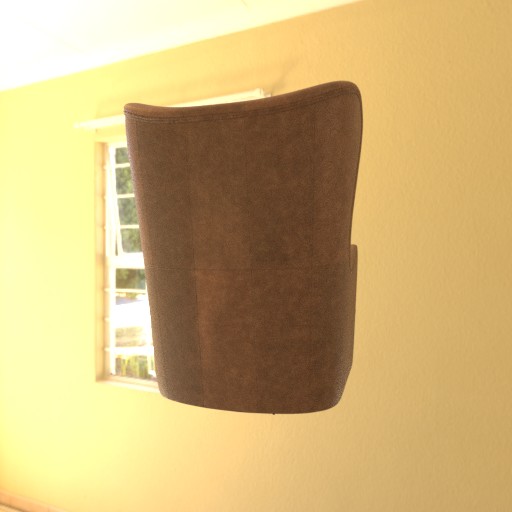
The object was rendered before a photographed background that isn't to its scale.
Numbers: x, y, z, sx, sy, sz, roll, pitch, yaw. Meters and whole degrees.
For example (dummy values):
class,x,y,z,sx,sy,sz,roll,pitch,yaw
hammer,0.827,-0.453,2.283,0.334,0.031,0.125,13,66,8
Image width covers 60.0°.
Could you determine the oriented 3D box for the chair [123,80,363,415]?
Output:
class,x,y,z,sx,sy,sz,roll,pitch,yaw
chair,0.000,0.000,1.745,0.831,1.079,0.930,0,0,16
